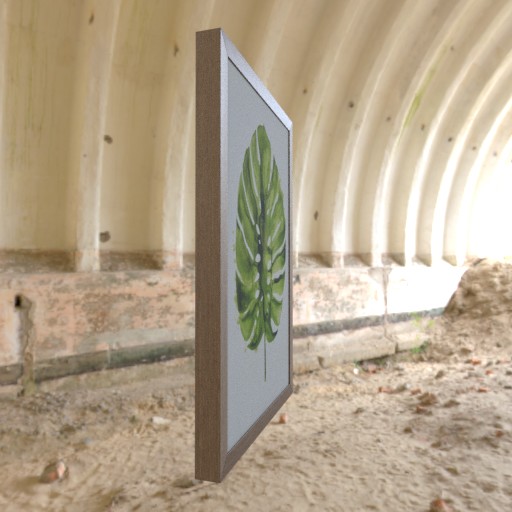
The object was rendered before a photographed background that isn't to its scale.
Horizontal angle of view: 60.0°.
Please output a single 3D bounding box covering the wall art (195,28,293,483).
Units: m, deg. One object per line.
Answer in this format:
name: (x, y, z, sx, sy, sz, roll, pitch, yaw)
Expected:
wall art: (0.000, 0.000, 0.670, 0.032, 0.510, 0.358, 0, -1, 18)
